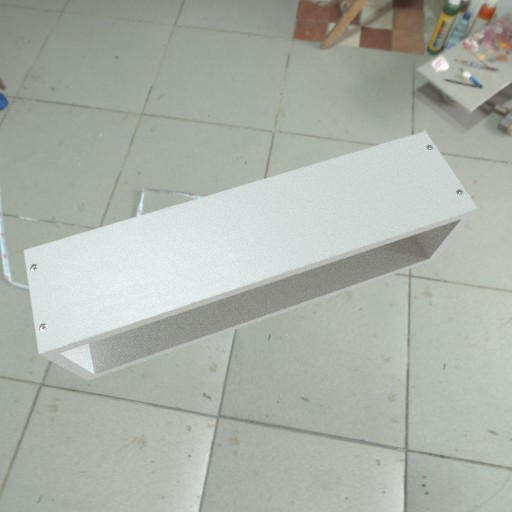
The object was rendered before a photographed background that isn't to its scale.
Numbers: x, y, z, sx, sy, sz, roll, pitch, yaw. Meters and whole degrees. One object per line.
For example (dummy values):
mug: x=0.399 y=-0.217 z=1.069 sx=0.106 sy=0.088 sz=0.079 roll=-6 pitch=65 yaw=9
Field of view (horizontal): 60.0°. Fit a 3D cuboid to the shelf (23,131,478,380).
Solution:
shelf: x=0.000 y=0.000 z=0.685 sx=0.610 sy=0.170 sz=0.150 roll=-18 pitch=65 yaw=-9
